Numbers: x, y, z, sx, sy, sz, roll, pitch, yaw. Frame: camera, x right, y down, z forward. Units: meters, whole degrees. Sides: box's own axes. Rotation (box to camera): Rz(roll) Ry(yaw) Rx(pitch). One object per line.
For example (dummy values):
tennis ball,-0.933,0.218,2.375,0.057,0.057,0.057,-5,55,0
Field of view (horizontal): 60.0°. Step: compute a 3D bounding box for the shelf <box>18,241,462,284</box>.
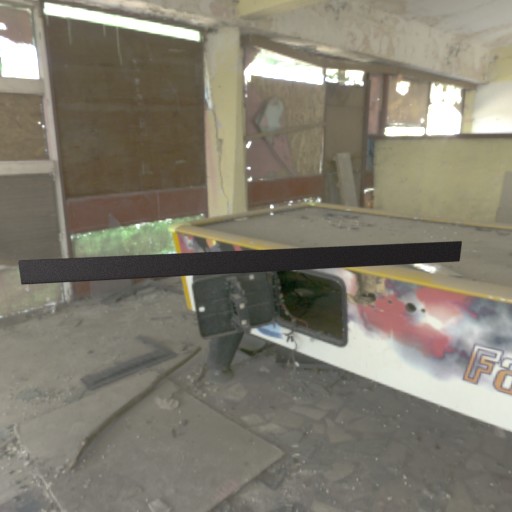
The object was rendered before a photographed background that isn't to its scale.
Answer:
shelf,0.000,0.000,0.962,0.924,0.049,0.092,-3,15,-10
